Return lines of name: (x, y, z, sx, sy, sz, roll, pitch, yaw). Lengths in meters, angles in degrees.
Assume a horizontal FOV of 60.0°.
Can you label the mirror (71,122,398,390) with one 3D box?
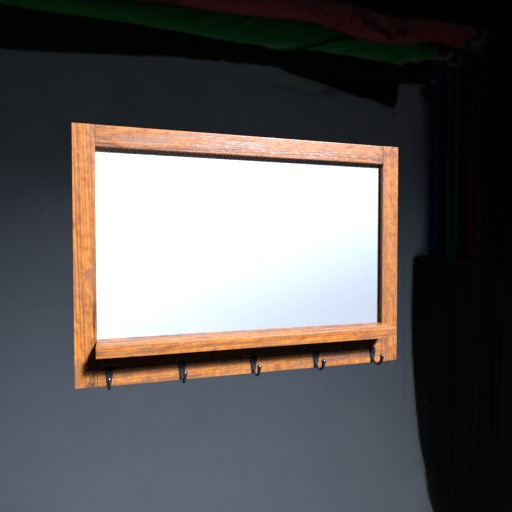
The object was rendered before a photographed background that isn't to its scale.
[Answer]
mirror: (0.000, 0.000, 0.985, 0.758, 0.537, 0.084, 0, 2, -17)
